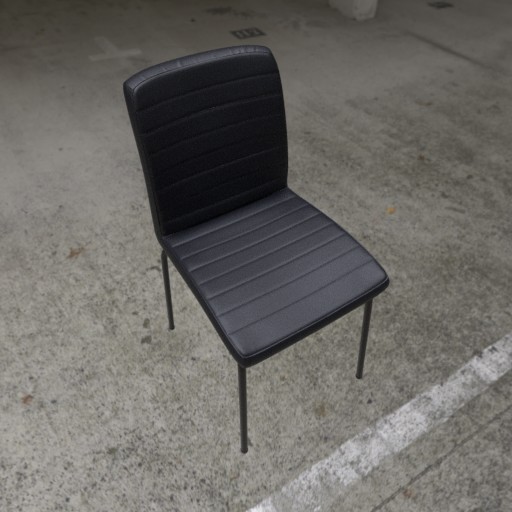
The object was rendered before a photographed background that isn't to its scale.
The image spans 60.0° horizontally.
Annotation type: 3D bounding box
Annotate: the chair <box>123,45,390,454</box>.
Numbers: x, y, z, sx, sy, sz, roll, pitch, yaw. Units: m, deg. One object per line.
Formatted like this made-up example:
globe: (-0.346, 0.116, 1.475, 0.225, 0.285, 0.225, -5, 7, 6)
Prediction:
chair: (0.000, 0.000, 1.182, 0.450, 0.872, 0.572, -25, 51, -22)
